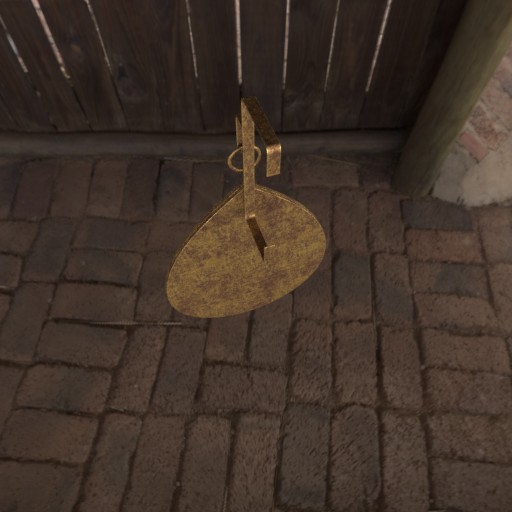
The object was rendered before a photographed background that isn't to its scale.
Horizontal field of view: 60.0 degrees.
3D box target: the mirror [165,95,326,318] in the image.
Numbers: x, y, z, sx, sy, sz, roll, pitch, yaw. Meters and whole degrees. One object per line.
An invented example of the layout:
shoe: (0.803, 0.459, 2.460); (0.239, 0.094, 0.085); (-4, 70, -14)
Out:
mirror: (0.000, 0.000, 0.920); (0.405, 0.744, 0.144); (-16, 60, -10)
